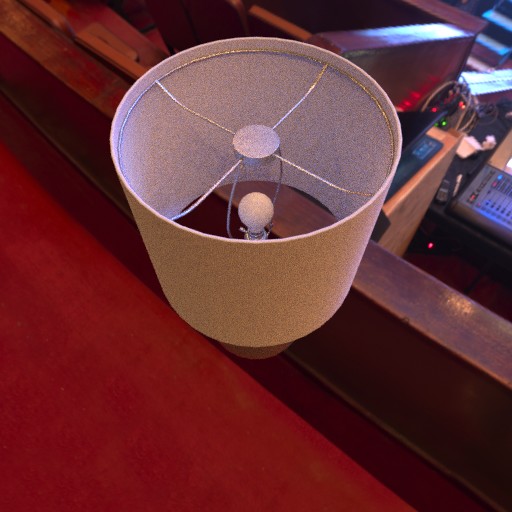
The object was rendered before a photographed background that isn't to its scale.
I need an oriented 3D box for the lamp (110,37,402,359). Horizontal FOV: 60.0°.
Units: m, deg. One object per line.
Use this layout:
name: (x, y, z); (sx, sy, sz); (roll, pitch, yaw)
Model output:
lamp: (0.000, 0.000, 0.473); (0.207, 0.366, 0.207); (32, 64, 18)
